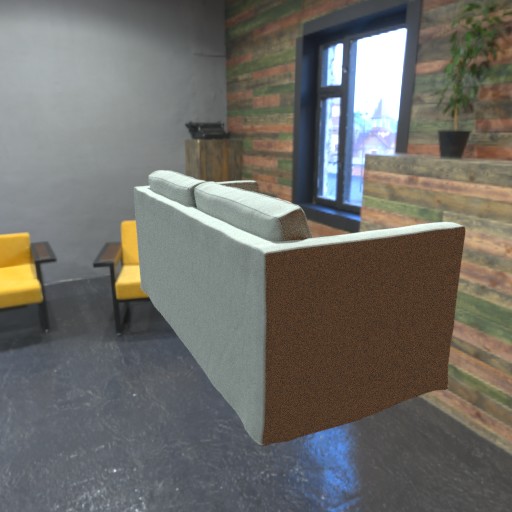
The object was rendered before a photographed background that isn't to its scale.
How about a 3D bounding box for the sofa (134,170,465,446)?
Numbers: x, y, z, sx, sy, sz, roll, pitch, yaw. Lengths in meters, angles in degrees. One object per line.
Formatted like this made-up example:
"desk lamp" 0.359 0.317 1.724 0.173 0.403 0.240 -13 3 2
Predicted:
"sofa" 0.000 0.000 2.484 0.940 0.870 1.987 -8 17 -26
